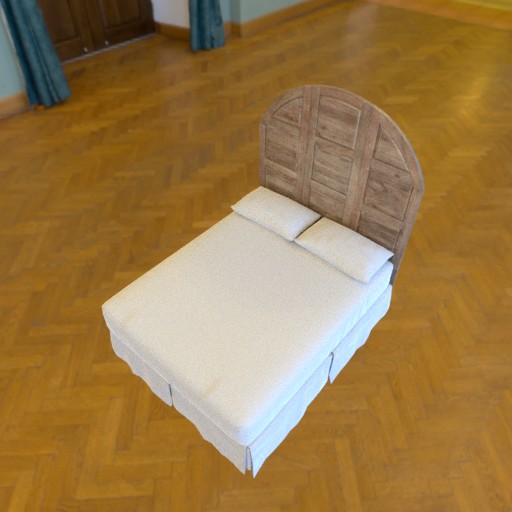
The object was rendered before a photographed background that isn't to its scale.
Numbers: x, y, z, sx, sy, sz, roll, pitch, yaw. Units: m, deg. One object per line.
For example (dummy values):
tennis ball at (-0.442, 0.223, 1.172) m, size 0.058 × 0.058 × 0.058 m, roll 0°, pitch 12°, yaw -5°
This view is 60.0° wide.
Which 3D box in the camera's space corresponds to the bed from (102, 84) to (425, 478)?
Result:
bed at (0.000, 0.000, 3.496) m, size 1.713 × 2.002 × 2.112 m, roll 31°, pitch 52°, yaw 28°
